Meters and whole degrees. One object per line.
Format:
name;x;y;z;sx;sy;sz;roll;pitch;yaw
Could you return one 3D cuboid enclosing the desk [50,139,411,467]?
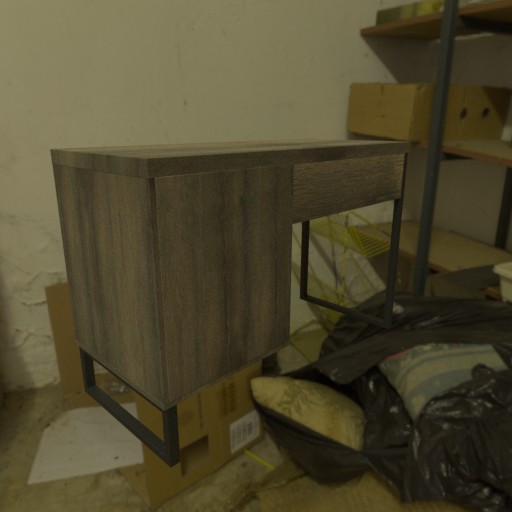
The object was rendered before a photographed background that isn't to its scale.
desk;0.000;0.000;1.541;0.511;0.752;1.134;16;23;42
